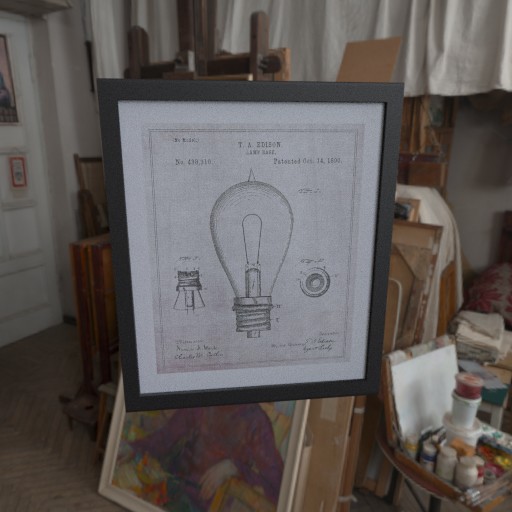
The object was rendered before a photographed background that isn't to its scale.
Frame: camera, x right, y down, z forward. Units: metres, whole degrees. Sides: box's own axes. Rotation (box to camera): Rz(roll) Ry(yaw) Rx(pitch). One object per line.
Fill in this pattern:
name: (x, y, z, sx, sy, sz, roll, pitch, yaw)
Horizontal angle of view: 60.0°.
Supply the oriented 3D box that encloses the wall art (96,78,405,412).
wall art: (0.000, 0.000, 0.690, 0.430, 0.509, 0.021, -2, 15, -7)
